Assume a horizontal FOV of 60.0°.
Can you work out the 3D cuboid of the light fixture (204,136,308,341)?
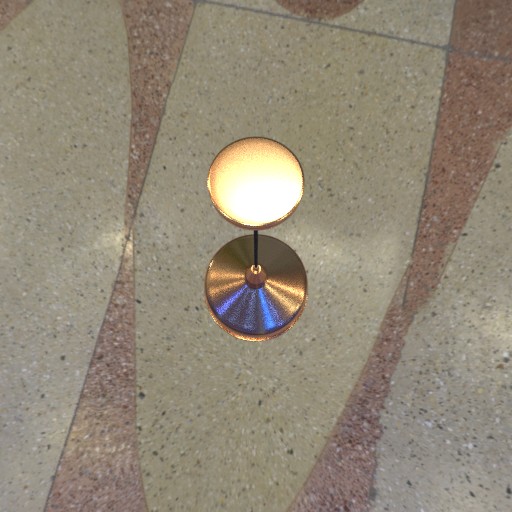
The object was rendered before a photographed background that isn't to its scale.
[{"bbox_3d":[0.000,0.000,0.925,0.301,0.754,0.301,15,76,4],"label":"light fixture"}]
